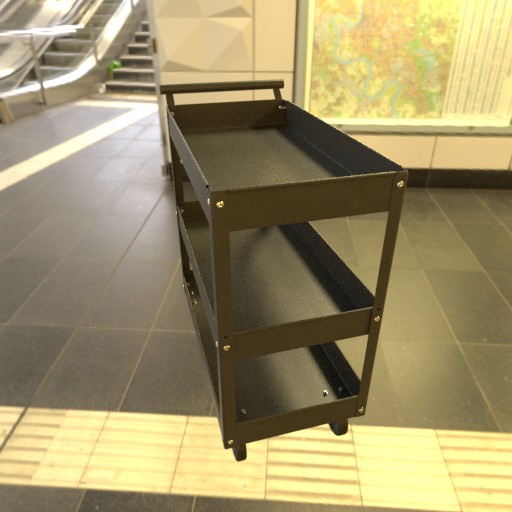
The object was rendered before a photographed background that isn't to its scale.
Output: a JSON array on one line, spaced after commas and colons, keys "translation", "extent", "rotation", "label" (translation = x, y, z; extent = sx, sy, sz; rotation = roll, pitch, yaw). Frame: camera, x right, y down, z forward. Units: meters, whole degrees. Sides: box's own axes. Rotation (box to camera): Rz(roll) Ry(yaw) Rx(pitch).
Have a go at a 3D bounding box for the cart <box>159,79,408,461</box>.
[{"translation": [0.000, 0.000, 1.193], "extent": [0.366, 0.780, 0.719], "rotation": [-8, 31, -14], "label": "cart"}]
